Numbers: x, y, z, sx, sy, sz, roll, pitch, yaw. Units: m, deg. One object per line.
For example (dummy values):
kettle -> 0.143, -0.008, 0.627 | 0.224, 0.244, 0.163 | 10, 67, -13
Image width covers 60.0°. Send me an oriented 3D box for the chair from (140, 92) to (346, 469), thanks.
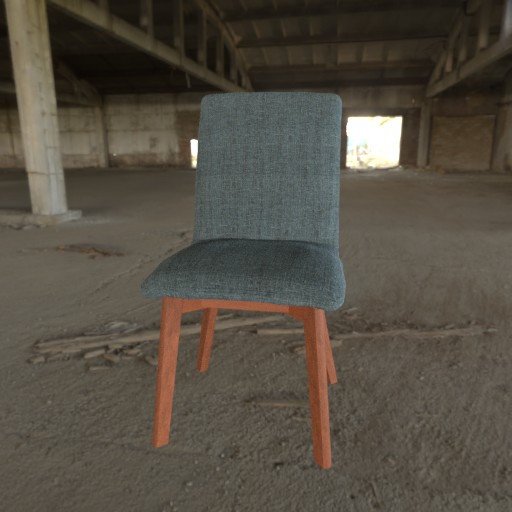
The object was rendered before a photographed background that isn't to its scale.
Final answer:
chair -> 0.000, 0.000, 1.317 | 0.522, 0.974, 0.563 | 3, 14, 10
